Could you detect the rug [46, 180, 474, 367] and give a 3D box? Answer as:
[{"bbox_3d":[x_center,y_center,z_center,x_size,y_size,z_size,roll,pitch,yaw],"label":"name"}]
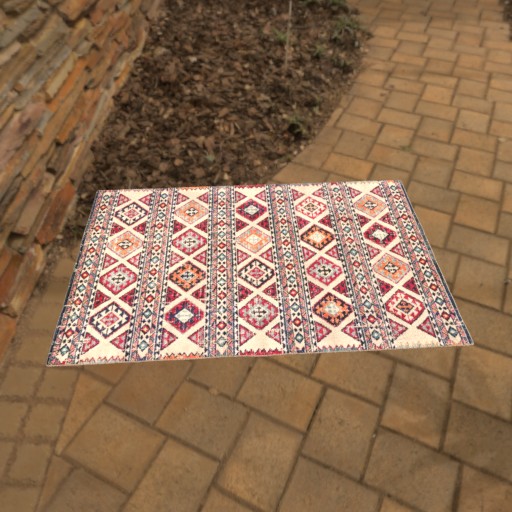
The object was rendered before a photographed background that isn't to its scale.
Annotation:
[{"bbox_3d":[0.000,0.000,3.025,2.440,0.010,1.545,-2,47,-2],"label":"rug"}]
